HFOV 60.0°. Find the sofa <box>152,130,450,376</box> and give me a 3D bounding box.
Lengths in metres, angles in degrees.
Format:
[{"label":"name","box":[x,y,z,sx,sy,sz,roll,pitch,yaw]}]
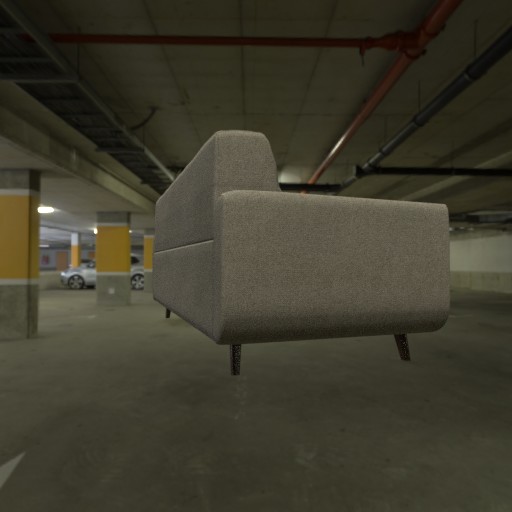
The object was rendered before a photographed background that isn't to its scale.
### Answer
[{"label":"sofa","box":[0.000,0.000,2.429,0.909,0.841,2.029,0,-1,-19]}]
